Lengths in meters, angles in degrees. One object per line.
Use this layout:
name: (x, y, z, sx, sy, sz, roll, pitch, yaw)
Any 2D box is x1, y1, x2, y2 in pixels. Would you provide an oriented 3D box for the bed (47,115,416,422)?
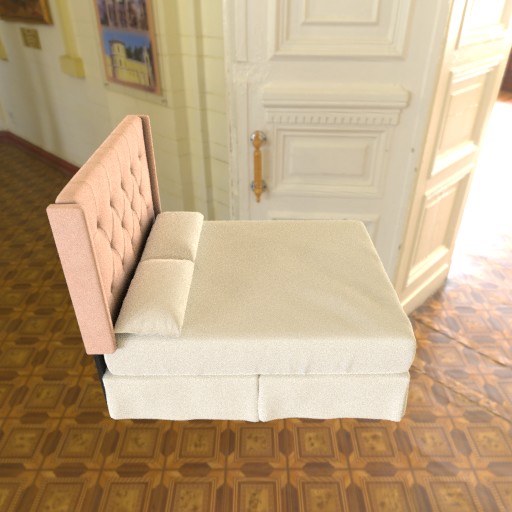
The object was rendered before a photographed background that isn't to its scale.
bed: (0.000, 0.000, 3.295, 2.066, 1.665, 1.719, 0, 33, -1)
